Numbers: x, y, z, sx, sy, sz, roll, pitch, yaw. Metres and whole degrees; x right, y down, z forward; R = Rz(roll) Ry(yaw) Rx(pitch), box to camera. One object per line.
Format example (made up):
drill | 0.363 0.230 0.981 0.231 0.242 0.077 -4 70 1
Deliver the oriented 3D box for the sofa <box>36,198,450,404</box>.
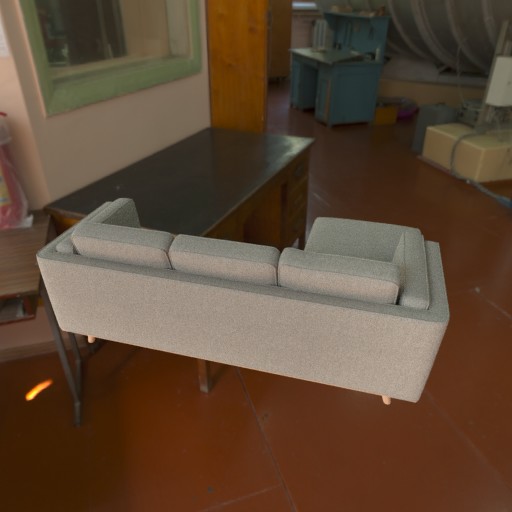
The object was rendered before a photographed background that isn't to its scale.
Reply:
sofa | 0.000 0.000 3.209 2.411 0.929 1.604 8 32 13
